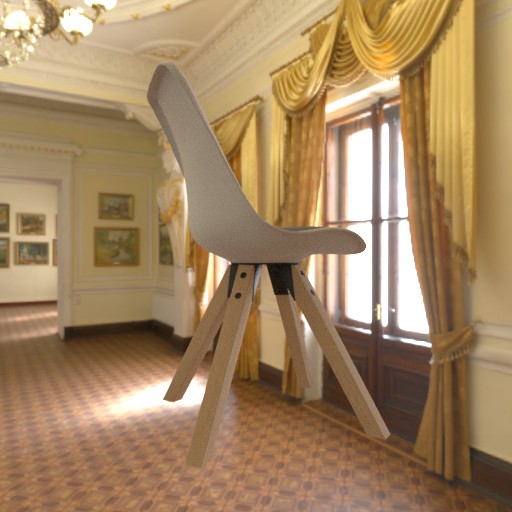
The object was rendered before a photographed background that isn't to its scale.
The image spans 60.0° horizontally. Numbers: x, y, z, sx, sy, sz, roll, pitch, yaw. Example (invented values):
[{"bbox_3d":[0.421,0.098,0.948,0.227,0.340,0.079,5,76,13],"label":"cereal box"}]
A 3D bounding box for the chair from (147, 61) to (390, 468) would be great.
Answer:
[{"bbox_3d":[0.000,0.000,1.158,0.550,0.850,0.485,0,0,-18],"label":"chair"}]
